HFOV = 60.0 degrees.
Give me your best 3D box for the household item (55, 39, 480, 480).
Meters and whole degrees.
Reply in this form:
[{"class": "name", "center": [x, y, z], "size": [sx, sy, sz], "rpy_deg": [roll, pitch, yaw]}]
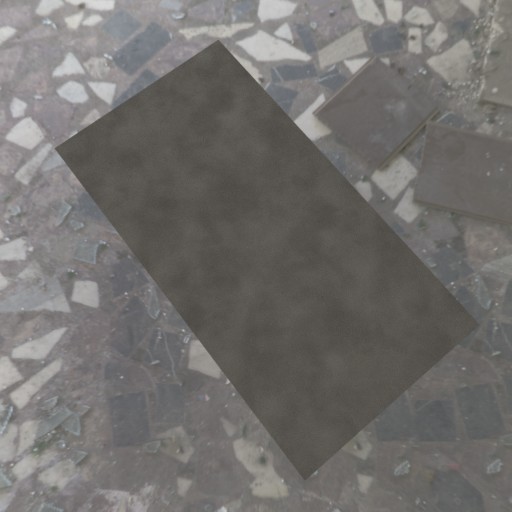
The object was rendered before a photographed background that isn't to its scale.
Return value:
[{"class": "household item", "center": [0.000, 0.000, 2.101], "size": [0.850, 0.755, 1.600], "rpy_deg": [-38, 79, -9]}]
